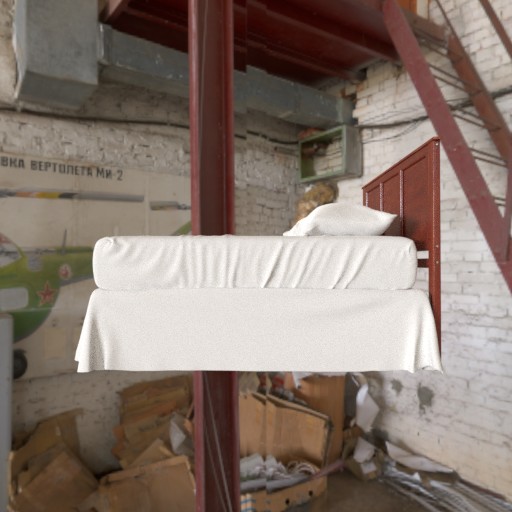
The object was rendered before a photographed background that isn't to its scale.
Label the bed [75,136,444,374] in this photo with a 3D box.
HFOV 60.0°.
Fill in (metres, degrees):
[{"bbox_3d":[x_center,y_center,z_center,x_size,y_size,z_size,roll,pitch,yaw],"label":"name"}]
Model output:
[{"bbox_3d":[0.000,0.000,3.216,2.050,1.270,1.870,0,-1,0],"label":"bed"}]
